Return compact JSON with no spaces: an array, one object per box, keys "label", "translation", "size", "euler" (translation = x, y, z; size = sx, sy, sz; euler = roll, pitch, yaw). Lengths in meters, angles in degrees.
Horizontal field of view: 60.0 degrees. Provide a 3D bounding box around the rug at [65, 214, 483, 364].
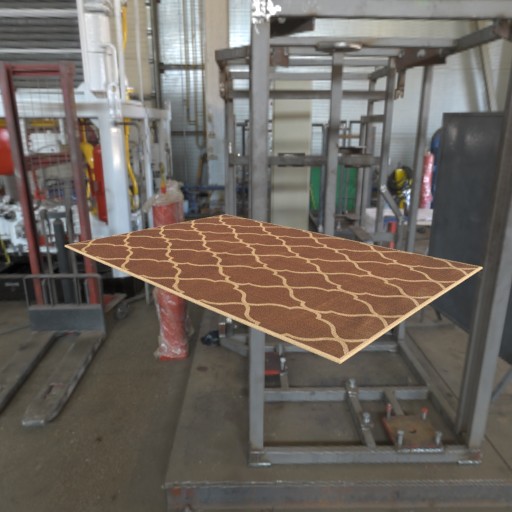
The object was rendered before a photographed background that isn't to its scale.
[{"label":"rug","translation":[0.000,0.000,2.875],"size":[2.290,0.014,1.526],"euler":[15,23,42]}]
